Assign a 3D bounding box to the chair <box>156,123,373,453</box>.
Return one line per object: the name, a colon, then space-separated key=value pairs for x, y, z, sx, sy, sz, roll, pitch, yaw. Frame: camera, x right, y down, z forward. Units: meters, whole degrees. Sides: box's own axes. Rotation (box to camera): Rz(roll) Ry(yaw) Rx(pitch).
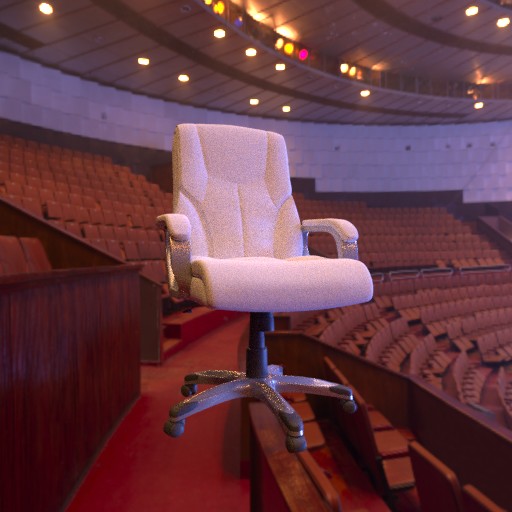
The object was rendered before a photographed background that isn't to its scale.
chair: x=0.000 y=0.000 z=1.590 sx=0.687 sy=1.120 sz=0.738 roll=0 pitch=0 yaw=-20
